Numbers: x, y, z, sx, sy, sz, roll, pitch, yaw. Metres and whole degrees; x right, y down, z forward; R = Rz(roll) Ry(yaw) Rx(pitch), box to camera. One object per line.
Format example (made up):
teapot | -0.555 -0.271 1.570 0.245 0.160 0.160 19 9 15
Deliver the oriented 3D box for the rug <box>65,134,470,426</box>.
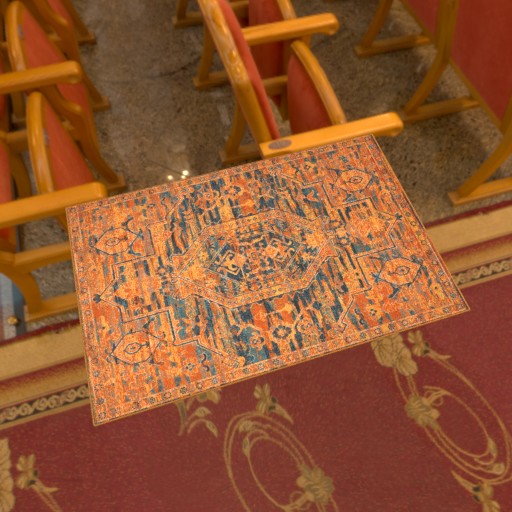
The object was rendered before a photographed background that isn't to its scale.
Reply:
rug | 0.000 0.000 1.084 0.863 0.008 0.557 -15 64 -8
